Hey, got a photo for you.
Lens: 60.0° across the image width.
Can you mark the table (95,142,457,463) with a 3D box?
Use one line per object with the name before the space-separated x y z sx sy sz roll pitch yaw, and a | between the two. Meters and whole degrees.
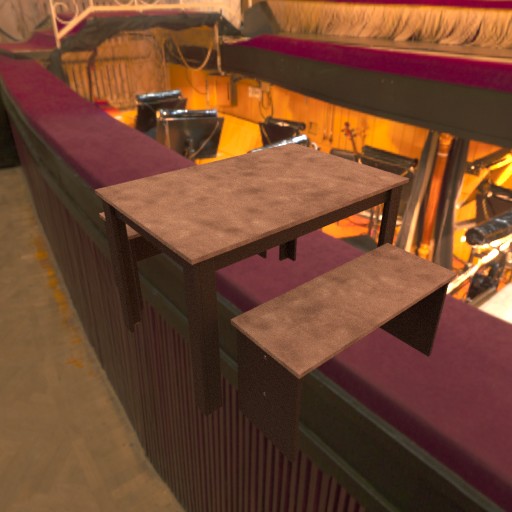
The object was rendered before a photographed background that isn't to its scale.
table | 0.000 0.000 2.030 1.100 0.700 1.443 -22 36 -33
